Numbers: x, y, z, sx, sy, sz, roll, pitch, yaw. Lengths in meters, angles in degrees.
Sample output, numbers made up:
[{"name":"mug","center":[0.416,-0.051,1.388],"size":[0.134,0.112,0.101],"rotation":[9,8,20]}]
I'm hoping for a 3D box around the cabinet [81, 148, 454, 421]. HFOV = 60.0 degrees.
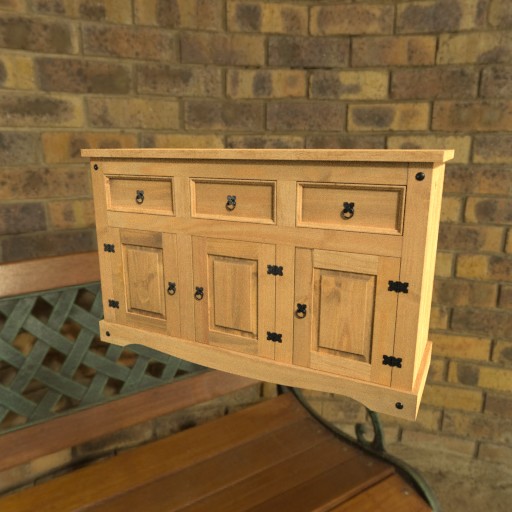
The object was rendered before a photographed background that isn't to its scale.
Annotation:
[{"name":"cabinet","center":[0.000,0.000,1.734],"size":[1.321,0.810,0.432],"rotation":[7,16,26]}]
